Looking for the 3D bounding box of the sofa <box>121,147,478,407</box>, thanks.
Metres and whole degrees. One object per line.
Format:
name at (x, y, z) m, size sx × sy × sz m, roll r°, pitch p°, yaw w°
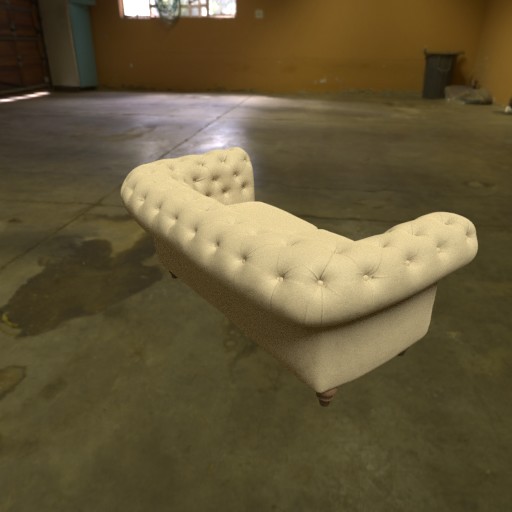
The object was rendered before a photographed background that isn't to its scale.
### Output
sofa at (0.000, 0.000, 2.528) m, size 1.069 × 0.835 × 1.988 m, roll -17°, pitch 31°, yaw -32°
